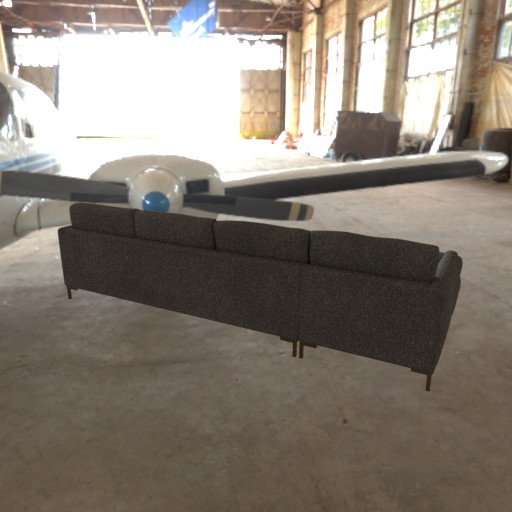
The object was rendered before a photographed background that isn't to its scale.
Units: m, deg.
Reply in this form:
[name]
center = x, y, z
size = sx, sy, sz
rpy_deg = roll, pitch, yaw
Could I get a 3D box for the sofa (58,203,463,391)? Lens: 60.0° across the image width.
[sofa]
center = 0.000, 0.000, 3.500
size = 2.932, 0.810, 1.350
rpy_deg = 9, 19, 26
